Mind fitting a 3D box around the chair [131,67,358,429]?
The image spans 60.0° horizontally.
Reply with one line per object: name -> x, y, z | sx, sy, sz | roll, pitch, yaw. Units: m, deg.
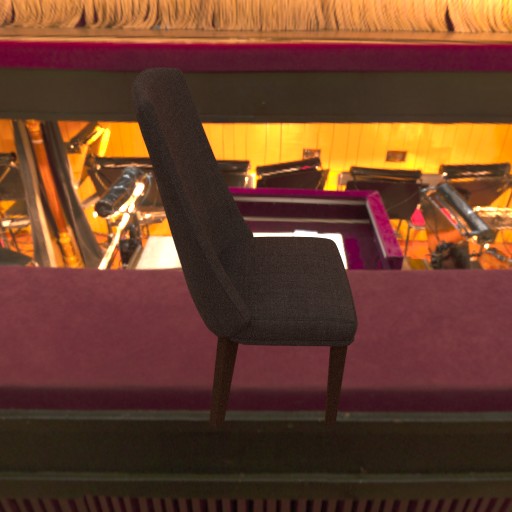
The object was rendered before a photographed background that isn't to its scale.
chair -> 0.000, 0.000, 1.354 | 0.577, 1.050, 0.510 | 0, 32, 1
